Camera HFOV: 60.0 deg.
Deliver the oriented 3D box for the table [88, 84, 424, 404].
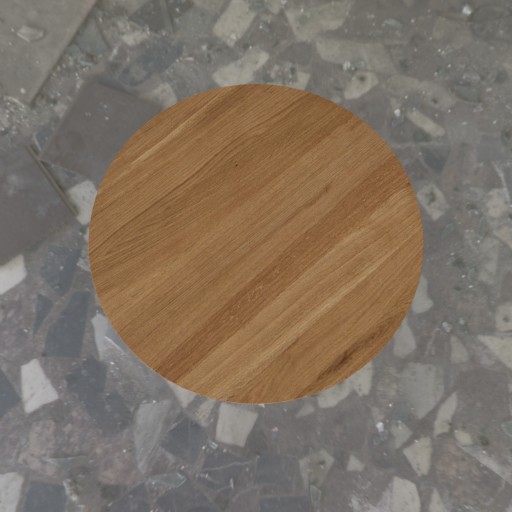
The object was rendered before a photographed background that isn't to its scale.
[{"bbox_3d":[0.000,0.000,1.699,1.038,0.666,1.038,0,75,0],"label":"table"}]
